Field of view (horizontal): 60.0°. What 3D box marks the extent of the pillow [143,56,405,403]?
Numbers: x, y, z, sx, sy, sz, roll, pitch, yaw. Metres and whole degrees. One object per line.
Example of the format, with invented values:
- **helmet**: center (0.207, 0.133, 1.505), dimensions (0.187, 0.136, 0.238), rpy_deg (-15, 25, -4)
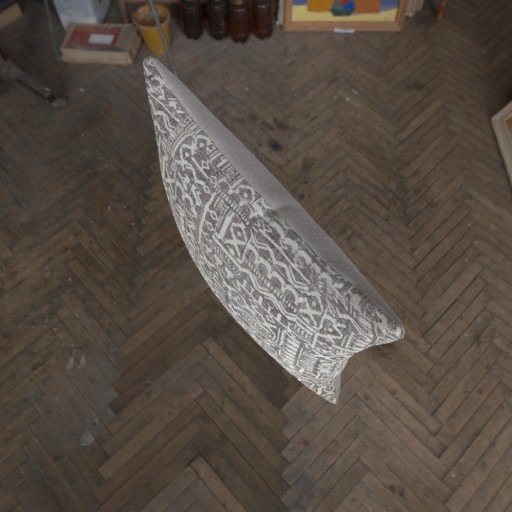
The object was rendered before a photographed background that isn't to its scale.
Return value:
- **pillow**: center (0.000, 0.000, 0.782), dimensions (0.180, 0.487, 0.546), rpy_deg (-34, 69, -15)
